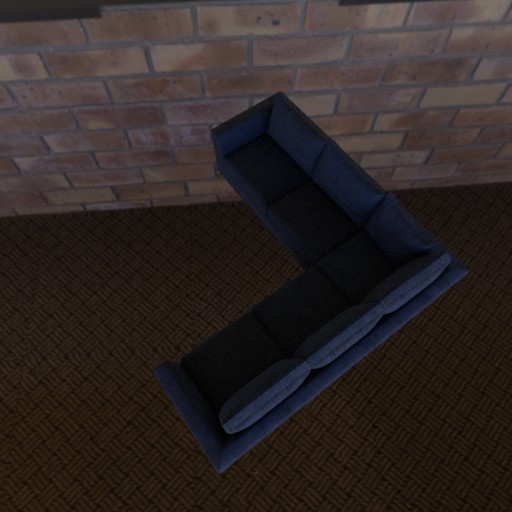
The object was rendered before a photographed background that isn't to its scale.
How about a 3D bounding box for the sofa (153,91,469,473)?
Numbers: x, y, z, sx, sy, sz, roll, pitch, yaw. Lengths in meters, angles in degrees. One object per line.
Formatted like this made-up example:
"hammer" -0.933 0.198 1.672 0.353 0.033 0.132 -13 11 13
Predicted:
"sofa" 0.000 0.000 3.904 2.463 0.988 2.472 -34 69 -15
